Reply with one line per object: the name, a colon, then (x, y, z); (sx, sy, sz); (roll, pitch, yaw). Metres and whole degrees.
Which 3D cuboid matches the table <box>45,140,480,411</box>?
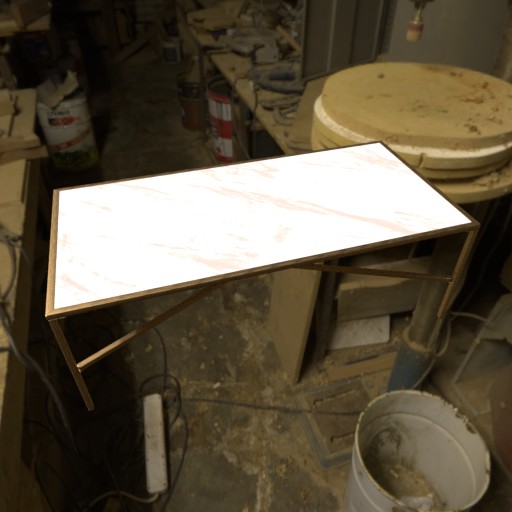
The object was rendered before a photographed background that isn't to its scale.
table: (0.000, 0.000, 1.496); (1.197, 0.405, 0.577); (-11, 42, -13)
